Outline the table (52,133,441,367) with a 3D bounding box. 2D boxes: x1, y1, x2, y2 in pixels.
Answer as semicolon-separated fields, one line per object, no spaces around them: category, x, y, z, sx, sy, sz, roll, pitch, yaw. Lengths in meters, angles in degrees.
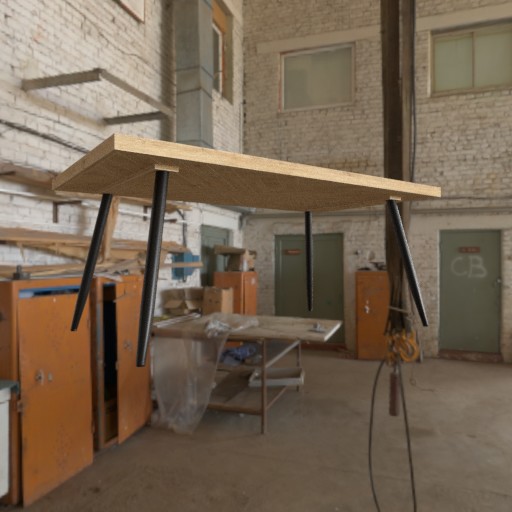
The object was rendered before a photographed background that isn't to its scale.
table;0.000;0.000;2.333;1.803;0.762;0.991;1;-1;-35
